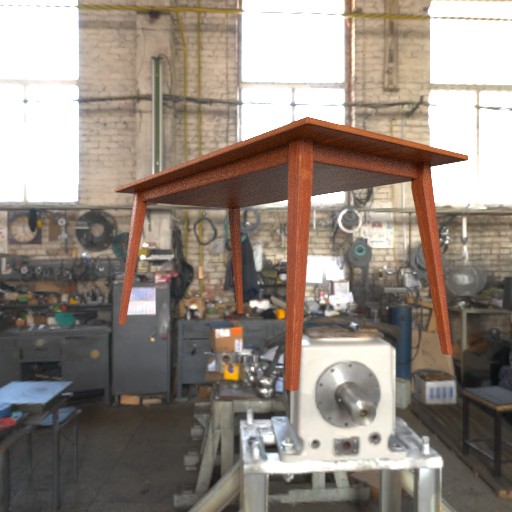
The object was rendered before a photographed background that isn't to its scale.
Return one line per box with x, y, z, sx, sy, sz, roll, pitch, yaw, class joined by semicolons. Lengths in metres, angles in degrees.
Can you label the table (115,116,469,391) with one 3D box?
0.000;0.000;2.076;0.811;0.755;1.609;0;0;-35;table
